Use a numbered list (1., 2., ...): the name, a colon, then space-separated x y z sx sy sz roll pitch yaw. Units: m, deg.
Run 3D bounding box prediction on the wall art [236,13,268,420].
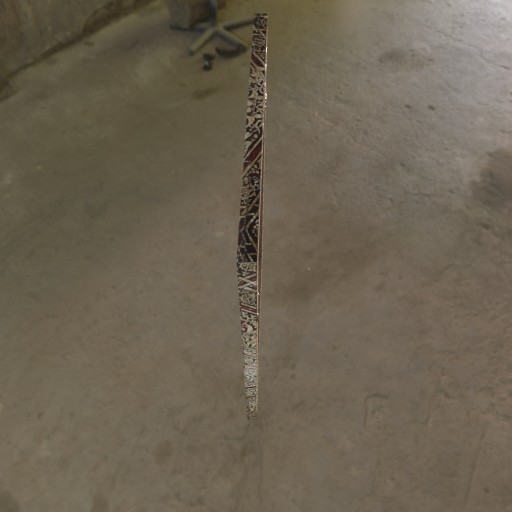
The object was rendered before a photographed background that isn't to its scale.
1. wall art: 0.000 0.000 1.125 0.030 0.904 0.599 2 57 1
